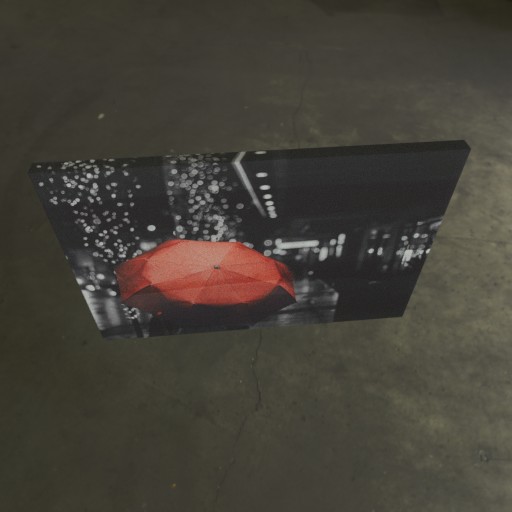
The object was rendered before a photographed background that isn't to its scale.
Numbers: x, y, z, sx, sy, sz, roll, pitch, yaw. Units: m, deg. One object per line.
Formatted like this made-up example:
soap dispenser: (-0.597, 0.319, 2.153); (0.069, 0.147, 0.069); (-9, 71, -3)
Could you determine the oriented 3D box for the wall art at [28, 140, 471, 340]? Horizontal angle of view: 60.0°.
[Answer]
wall art: (0.000, 0.000, 1.143); (0.914, 0.609, 0.038); (-4, 47, -4)
